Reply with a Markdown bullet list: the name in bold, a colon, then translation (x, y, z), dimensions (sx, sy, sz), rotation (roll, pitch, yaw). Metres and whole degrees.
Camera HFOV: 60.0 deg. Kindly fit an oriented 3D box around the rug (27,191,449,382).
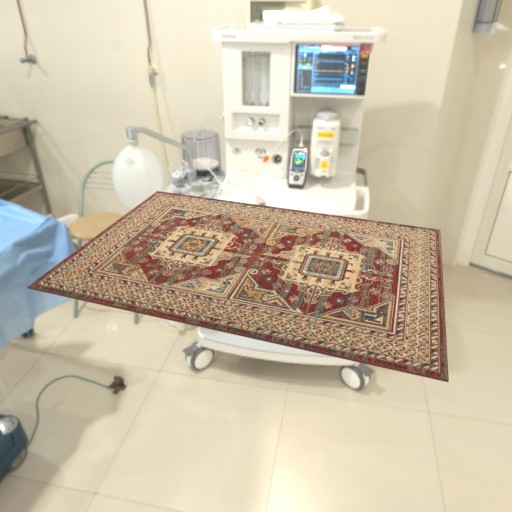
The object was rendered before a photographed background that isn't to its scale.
- **rug**: translation (0.000, 0.000, 5.757), dimensions (4.578, 0.033, 3.033), rotation (10, 32, 16)
